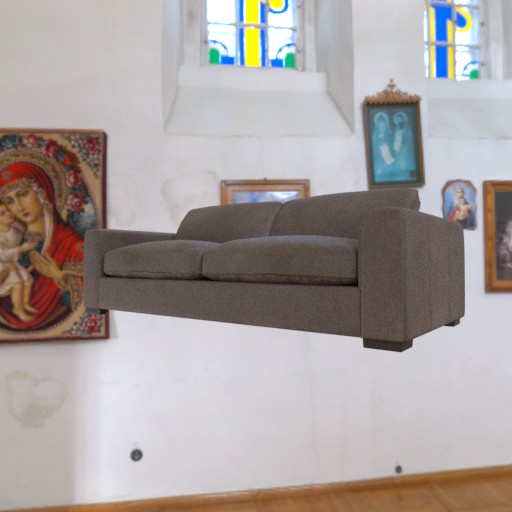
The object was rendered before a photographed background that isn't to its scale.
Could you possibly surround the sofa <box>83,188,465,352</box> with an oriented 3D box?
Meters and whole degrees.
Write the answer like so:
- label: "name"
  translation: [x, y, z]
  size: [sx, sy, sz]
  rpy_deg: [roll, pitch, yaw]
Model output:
- label: "sofa"
  translation: [0.000, 0.000, 2.836]
  size: [2.262, 0.801, 1.070]
  rpy_deg: [0, -1, 37]
